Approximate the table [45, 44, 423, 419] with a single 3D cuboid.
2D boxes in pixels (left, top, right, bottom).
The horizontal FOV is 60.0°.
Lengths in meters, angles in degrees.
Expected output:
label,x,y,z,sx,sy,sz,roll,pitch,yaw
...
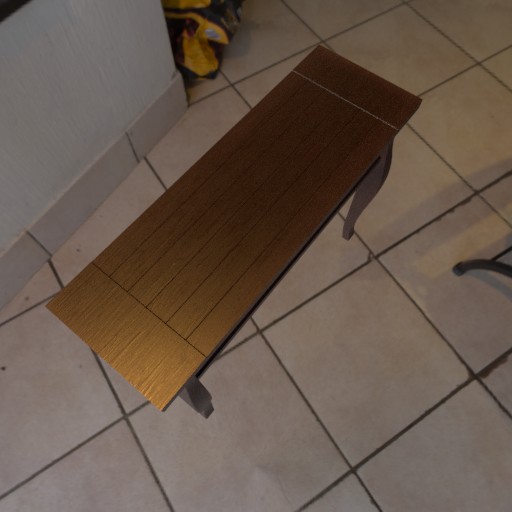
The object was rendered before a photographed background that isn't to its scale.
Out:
label,x,y,z,sx,sy,sz,roll,pitch,yaw
table,0.000,0.000,1.463,0.373,0.768,1.062,36,70,15
